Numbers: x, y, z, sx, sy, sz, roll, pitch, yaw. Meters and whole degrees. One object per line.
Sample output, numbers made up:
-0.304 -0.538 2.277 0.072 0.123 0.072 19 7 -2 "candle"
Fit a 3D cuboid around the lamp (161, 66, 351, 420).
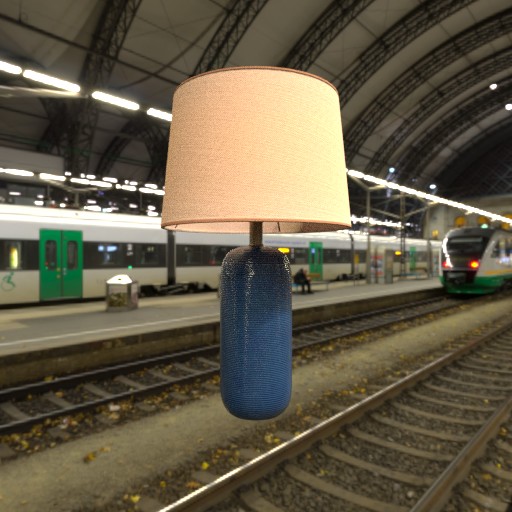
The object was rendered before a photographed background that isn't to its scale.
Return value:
0.000 0.000 0.871 0.367 0.609 0.367 0 0 0 "lamp"
